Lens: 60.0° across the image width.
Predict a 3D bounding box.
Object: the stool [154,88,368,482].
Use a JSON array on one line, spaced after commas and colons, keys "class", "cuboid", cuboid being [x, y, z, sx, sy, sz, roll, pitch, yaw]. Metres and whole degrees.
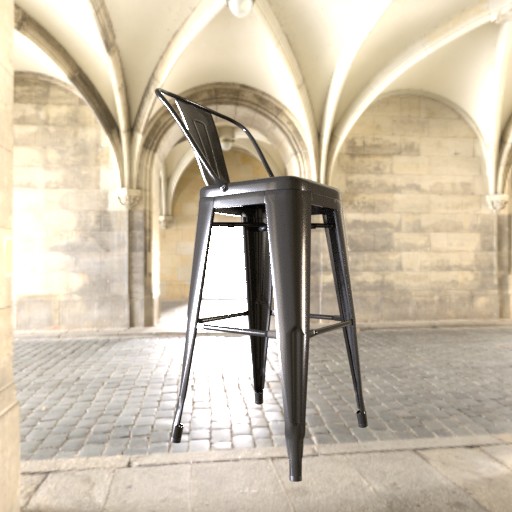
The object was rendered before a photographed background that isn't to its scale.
[{"class": "stool", "cuboid": [0.000, 0.000, 1.308, 0.528, 1.022, 0.432, 0, -1, 35]}]
